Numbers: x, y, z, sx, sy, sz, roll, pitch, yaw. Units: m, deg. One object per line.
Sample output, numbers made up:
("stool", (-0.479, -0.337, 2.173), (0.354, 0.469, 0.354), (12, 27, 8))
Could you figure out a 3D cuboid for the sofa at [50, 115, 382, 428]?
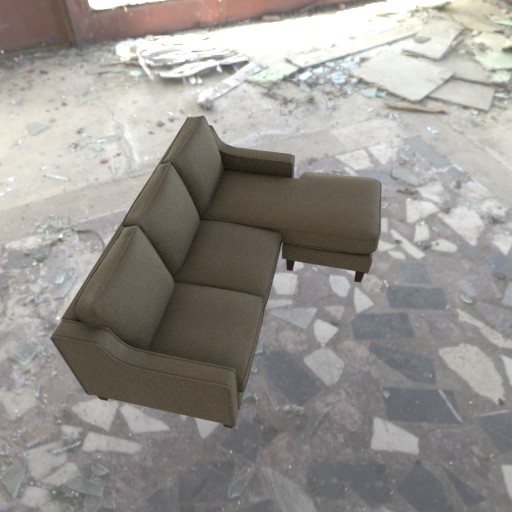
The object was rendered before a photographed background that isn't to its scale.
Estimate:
("sofa", (0.000, 0.000, 3.351), (1.858, 1.081, 2.317), (9, 48, 8))
